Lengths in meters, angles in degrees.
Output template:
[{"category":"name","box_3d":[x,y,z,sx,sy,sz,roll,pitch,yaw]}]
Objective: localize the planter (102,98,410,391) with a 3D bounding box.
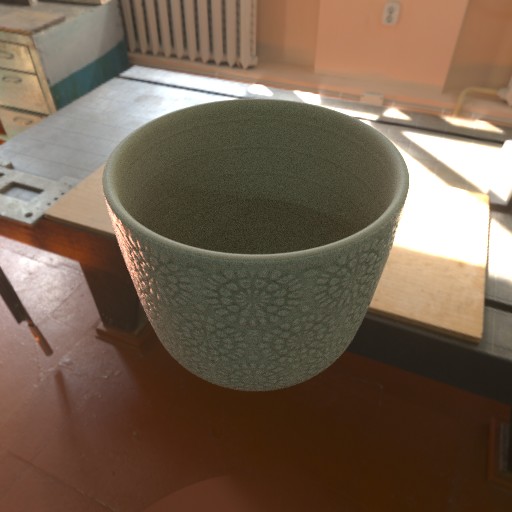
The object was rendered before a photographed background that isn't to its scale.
[{"category":"planter","box_3d":[0.000,0.000,0.220,0.124,0.109,0.124,0,42,0]}]
